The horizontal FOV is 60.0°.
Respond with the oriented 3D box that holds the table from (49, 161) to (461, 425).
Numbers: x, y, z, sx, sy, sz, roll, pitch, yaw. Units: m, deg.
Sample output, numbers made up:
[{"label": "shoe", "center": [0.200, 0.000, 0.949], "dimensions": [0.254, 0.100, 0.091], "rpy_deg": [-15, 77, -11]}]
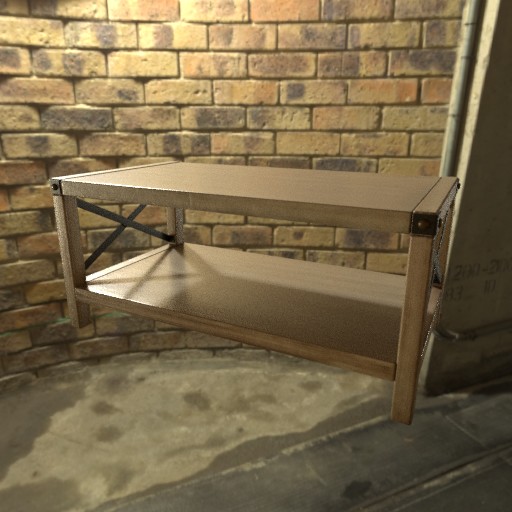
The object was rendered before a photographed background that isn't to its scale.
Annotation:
[{"label": "table", "center": [0.000, 0.000, 1.298], "dimensions": [1.016, 0.456, 0.559], "rpy_deg": [9, 20, 26]}]
